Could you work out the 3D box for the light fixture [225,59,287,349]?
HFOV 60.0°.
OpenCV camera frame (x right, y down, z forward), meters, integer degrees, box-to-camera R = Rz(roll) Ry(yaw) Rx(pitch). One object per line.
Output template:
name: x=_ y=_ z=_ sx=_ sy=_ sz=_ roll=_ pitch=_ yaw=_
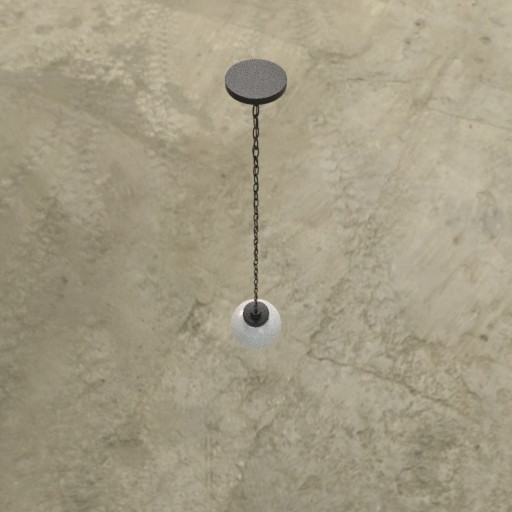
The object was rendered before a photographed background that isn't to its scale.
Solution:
light fixture: x=0.000 y=0.000 z=2.015 sx=0.304 sy=1.867 sz=0.305 roll=-31 pitch=63 yaw=-17
